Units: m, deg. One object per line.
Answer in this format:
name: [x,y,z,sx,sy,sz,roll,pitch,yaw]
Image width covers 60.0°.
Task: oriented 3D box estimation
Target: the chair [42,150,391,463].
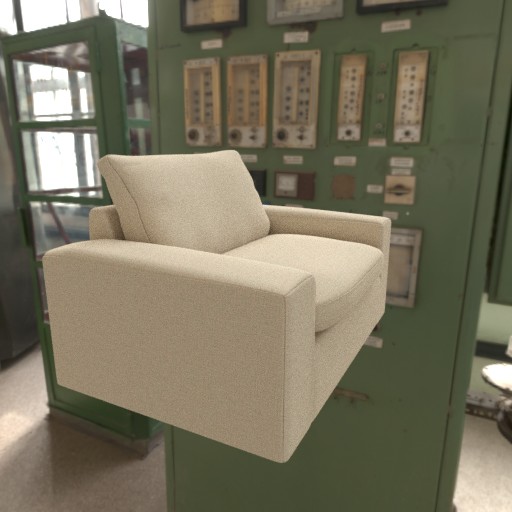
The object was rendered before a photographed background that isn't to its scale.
chair: [0.000,0.000,2.001,1.039,0.915,1.398,7,16,27]
